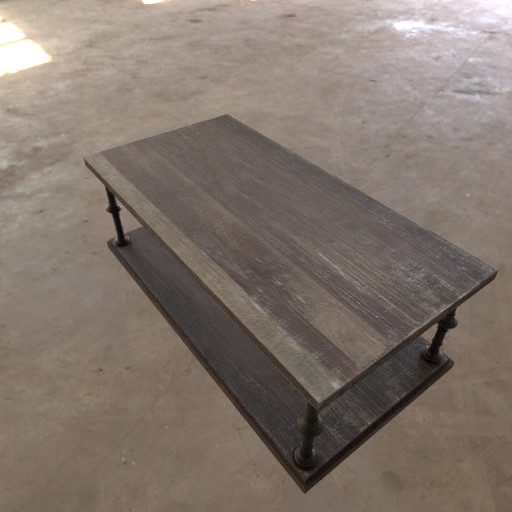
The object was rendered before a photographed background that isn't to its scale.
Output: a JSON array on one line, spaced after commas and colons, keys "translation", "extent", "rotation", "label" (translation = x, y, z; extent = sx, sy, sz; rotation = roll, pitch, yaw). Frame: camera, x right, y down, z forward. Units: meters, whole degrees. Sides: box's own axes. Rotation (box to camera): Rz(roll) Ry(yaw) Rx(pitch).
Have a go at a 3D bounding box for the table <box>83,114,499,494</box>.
[{"translation": [0.000, 0.000, 1.325], "extent": [0.554, 0.373, 1.088], "rotation": [-26, 47, -27], "label": "table"}]
